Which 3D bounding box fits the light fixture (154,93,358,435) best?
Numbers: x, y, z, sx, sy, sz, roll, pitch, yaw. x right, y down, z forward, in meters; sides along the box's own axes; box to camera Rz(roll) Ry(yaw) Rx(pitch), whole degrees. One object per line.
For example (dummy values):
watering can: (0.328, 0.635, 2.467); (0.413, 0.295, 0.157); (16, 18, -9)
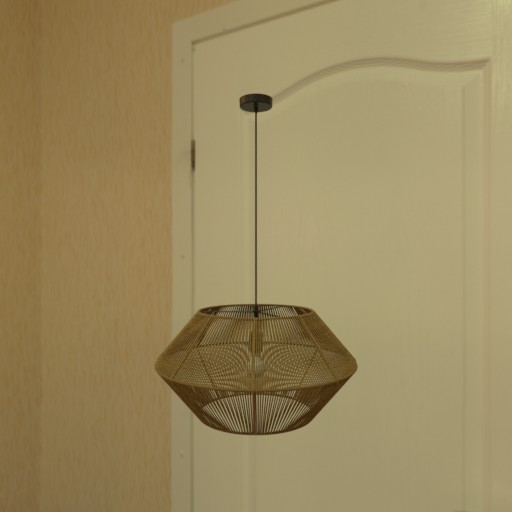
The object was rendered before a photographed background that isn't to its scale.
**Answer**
light fixture: (0.000, 0.000, 1.429); (0.643, 1.009, 0.643); (0, 0, 0)
